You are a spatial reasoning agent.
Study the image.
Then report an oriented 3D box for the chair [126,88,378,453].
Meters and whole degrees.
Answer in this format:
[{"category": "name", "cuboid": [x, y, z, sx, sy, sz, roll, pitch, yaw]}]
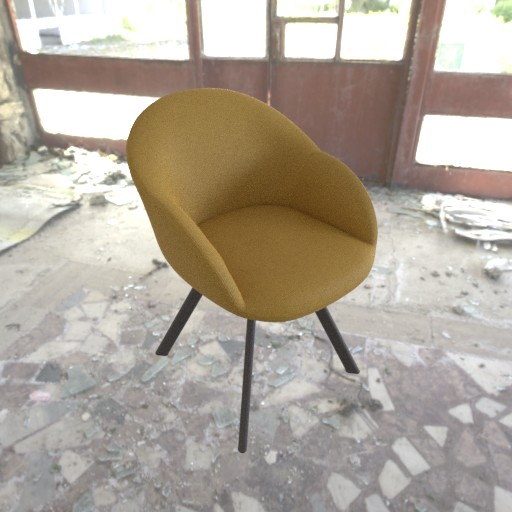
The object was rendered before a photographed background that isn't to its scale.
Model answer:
[{"category": "chair", "cuboid": [0.000, 0.000, 1.216, 0.551, 0.793, 0.583, -22, 37, -32]}]
